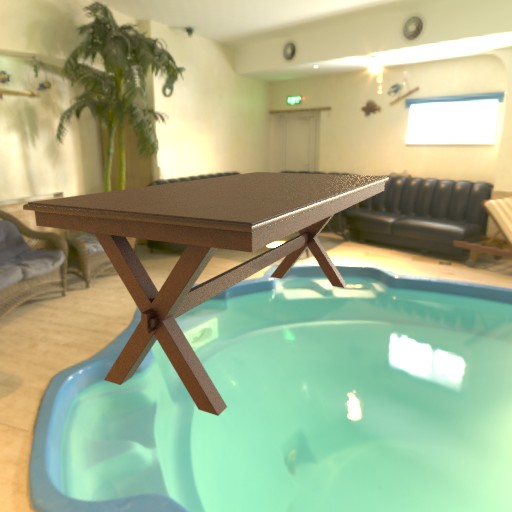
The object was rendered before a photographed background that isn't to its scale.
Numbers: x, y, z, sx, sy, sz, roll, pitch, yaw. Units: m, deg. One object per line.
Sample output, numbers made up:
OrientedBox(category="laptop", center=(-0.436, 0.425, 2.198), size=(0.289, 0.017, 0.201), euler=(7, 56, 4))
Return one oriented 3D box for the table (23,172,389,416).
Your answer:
OrientedBox(category="table", center=(0.000, 0.000, 1.461), size=(0.594, 0.459, 1.197), euler=(7, 16, 26))
